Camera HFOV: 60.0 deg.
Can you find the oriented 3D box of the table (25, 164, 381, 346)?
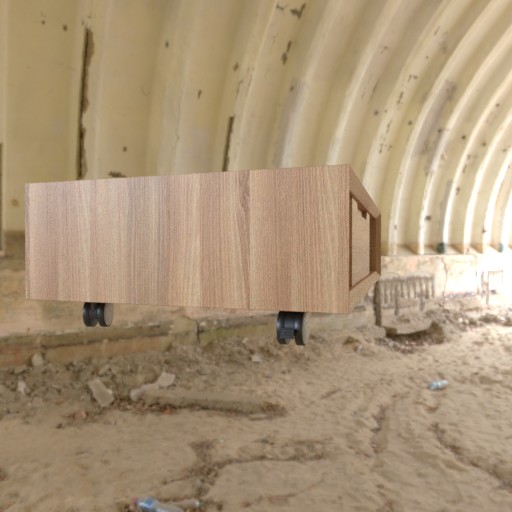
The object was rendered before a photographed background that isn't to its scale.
[{"bbox_3d":[0.000,0.000,1.384,0.700,0.330,1.100,0,1,18],"label":"table"}]
